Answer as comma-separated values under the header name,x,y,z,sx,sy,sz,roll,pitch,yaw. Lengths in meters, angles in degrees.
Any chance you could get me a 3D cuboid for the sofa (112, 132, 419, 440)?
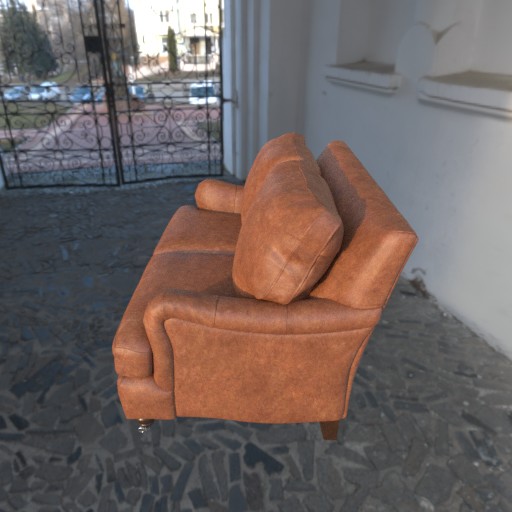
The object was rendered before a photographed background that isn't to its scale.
name,x,y,z,sx,sy,sz,roll,pitch,yaw
sofa,0.000,0.000,2.237,1.077,1.004,1.527,0,26,1
